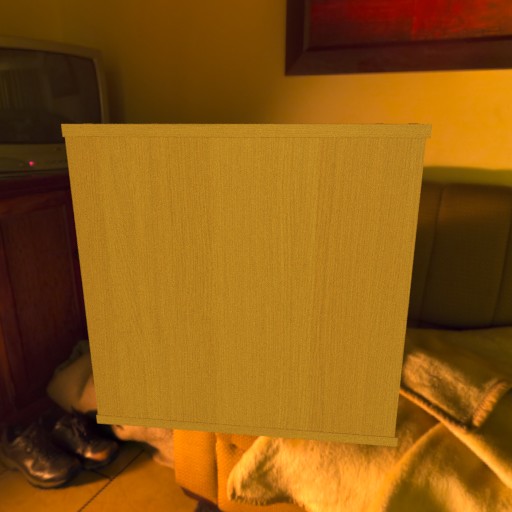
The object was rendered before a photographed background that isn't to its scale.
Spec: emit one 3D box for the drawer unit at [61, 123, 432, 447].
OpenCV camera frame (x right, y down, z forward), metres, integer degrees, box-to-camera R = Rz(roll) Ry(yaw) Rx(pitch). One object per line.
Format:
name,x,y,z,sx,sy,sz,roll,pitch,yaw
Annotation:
drawer unit,0.000,0.000,0.600,0.349,0.344,0.290,2,17,6
